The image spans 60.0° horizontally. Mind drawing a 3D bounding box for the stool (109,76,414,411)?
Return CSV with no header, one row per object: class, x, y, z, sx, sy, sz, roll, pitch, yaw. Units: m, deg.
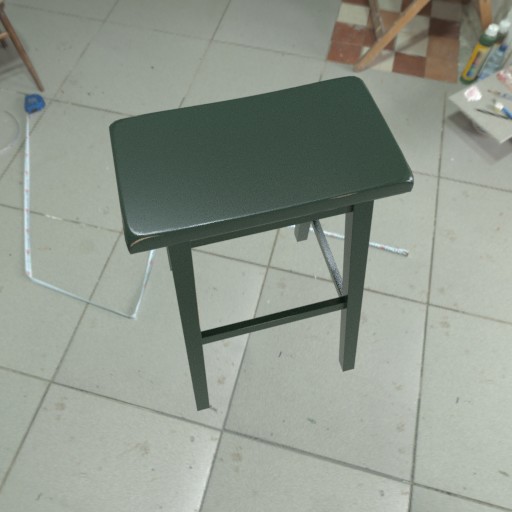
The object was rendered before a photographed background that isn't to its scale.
stool,0.000,0.000,1.027,0.457,0.737,0.476,-13,63,-7
